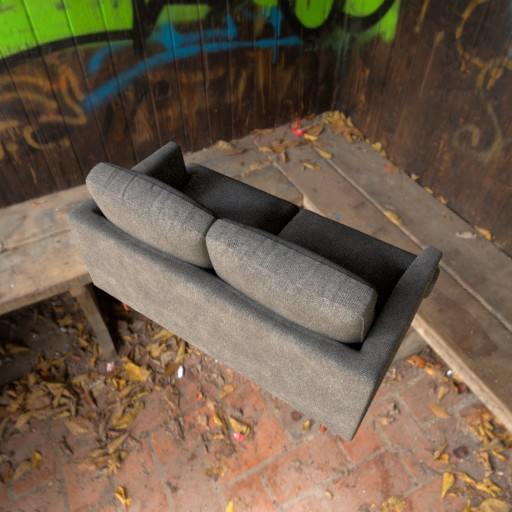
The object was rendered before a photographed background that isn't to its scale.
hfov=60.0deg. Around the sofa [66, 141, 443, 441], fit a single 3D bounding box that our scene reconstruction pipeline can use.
[{"bbox_3d":[0.000,0.000,2.180,1.582,0.956,0.903,26,53,22],"label":"sofa"}]
